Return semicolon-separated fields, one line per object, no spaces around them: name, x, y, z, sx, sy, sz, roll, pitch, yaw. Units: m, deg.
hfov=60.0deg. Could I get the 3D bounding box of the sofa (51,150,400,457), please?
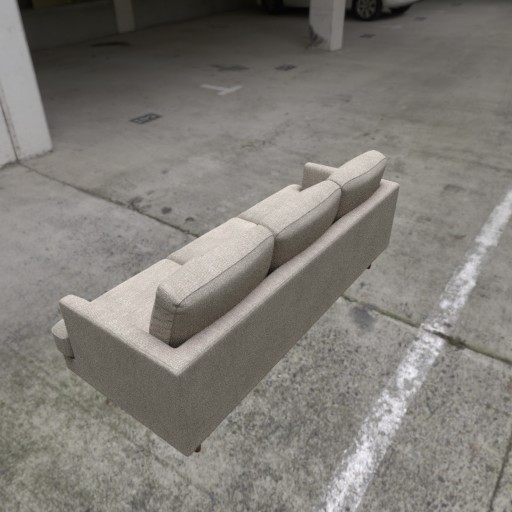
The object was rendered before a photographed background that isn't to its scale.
sofa;0.000;0.000;2.704;0.903;0.930;2.246;21;38;30
